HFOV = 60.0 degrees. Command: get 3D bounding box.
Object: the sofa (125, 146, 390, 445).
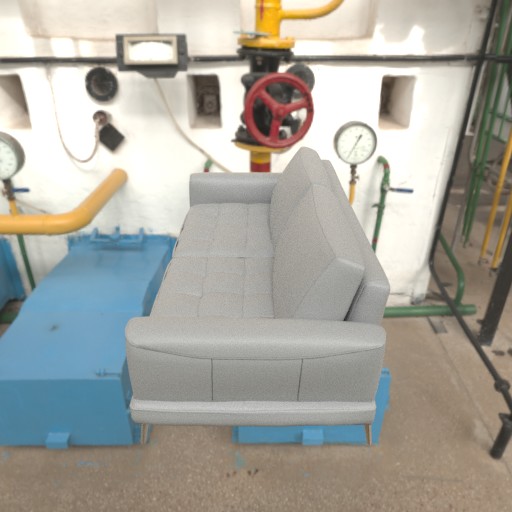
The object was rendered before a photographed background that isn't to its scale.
[{"bbox_3d":[0.000,0.000,2.733,1.121,0.930,2.177,0,29,0],"label":"sofa"}]
